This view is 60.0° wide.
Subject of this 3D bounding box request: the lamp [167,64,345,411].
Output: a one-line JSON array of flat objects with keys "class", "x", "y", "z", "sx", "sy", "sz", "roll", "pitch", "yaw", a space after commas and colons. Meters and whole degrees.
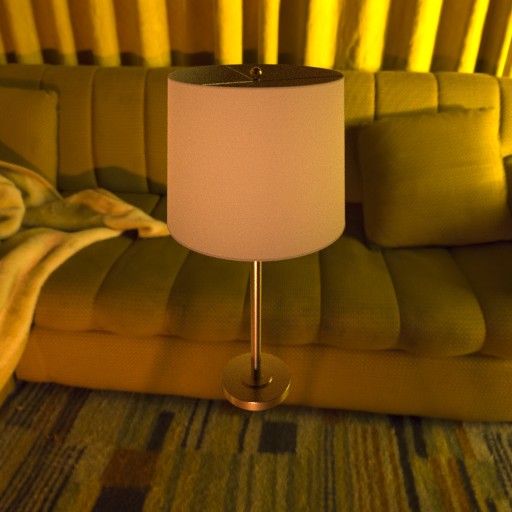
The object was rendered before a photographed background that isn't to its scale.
[{"class": "lamp", "x": 0.000, "y": 0.000, "z": 0.882, "sx": 0.333, "sy": 0.696, "sz": 0.333, "roll": 0, "pitch": 29, "yaw": 0}]
